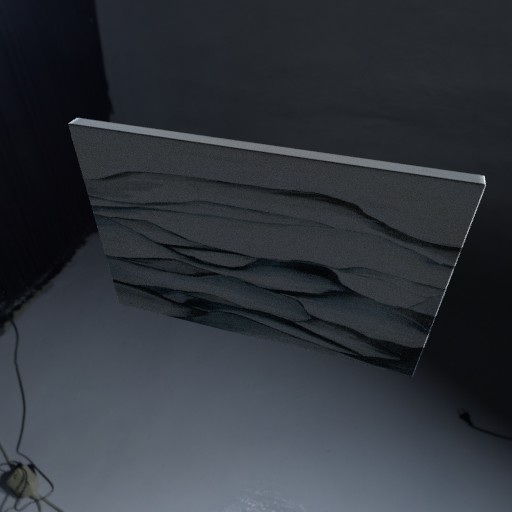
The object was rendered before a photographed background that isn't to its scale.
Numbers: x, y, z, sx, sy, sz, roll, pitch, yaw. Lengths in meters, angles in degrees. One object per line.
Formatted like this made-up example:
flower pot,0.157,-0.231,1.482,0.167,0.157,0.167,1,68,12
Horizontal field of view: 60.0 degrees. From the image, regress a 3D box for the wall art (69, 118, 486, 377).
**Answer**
wall art,0.000,0.000,1.143,0.914,0.609,0.039,12,41,13
